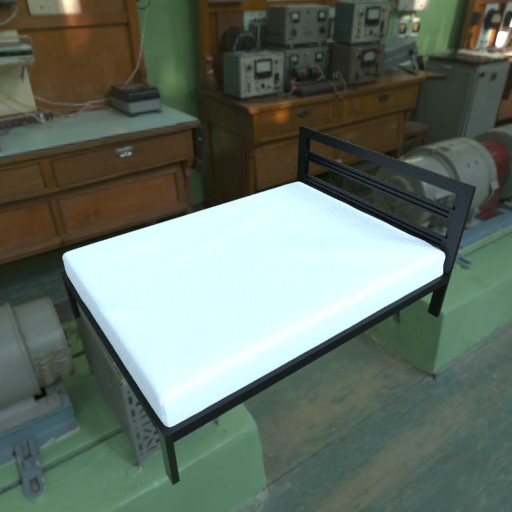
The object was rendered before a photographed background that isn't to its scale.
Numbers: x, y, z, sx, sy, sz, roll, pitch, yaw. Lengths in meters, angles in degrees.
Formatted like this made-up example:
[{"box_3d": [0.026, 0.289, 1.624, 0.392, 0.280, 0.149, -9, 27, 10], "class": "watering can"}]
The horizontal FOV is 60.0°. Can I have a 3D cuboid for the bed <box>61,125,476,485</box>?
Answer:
[{"box_3d": [0.000, 0.000, 2.829, 2.062, 0.967, 1.524, -21, 38, -30], "class": "bed"}]
